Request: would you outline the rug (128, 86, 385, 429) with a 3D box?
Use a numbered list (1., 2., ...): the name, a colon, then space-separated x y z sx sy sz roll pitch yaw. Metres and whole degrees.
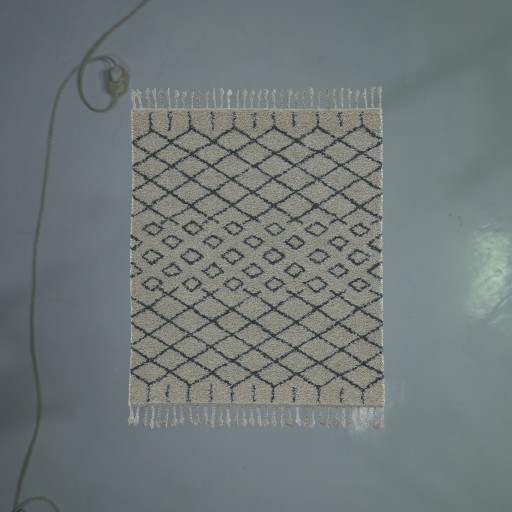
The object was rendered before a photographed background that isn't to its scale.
1. rug: 0.000 0.000 4.163 2.388 0.030 3.213 0 88 1
